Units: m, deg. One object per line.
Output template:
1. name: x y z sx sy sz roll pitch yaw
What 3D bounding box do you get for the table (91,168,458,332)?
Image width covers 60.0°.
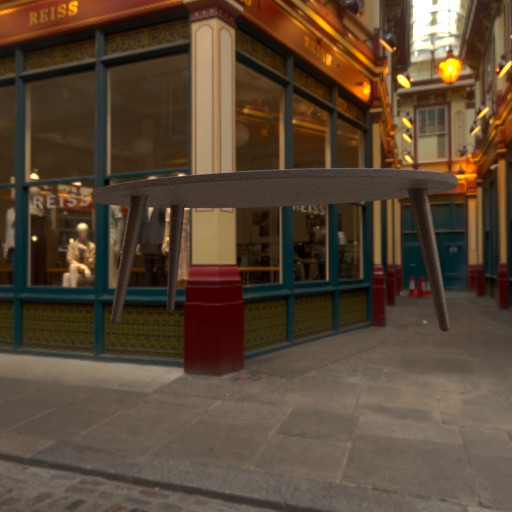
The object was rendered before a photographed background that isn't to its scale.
1. table: 0.000 0.000 1.302 1.083 0.390 0.542 0 0 19
